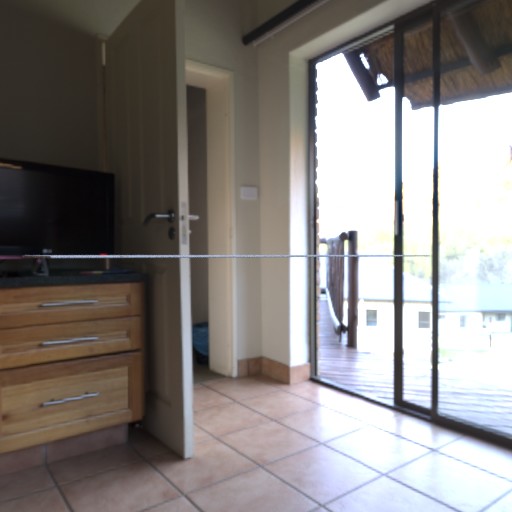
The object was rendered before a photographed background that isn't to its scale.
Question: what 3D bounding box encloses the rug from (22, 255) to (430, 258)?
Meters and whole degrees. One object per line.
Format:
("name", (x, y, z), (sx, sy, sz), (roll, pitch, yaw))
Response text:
("rug", (0.000, 0.000, 2.687), (2.435, 0.009, 0.750), (0, 0, -35))
